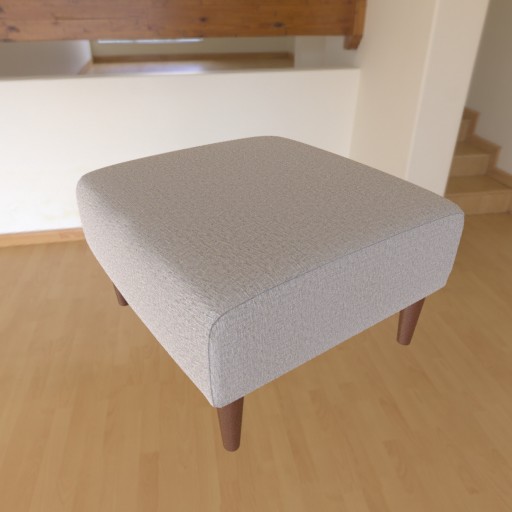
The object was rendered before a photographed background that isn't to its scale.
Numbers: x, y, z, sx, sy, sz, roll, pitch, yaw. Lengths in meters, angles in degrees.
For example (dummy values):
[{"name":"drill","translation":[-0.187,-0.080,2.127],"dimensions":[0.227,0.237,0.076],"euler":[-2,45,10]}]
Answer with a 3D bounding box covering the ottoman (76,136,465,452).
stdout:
[{"name":"ottoman","translation":[0.000,0.000,1.066],"dimensions":[0.648,0.399,0.655],"euler":[-20,36,-30]}]
